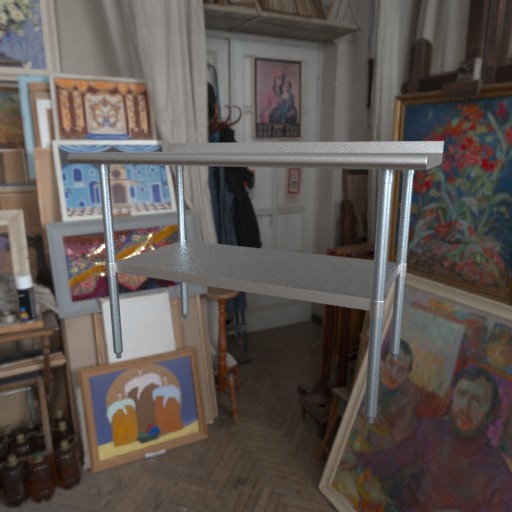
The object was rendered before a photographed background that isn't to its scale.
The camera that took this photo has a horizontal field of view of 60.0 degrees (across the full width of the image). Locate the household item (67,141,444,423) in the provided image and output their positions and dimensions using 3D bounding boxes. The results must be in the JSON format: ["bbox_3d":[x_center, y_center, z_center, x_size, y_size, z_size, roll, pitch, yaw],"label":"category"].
[{"bbox_3d":[0.000,0.000,1.696,1.219,0.851,0.610,6,15,25],"label":"household item"}]
